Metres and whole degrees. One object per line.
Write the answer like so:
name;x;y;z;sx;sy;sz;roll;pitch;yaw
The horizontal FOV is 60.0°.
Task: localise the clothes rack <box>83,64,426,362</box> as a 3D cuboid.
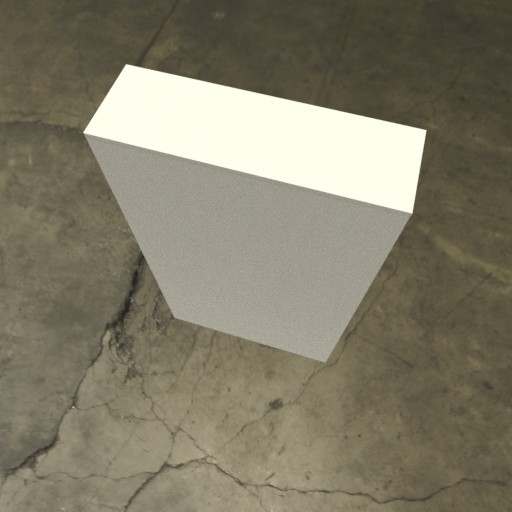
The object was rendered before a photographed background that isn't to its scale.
clothes rack;0.000;0.000;1.588;0.750;1.280;0.250;15;64;8
